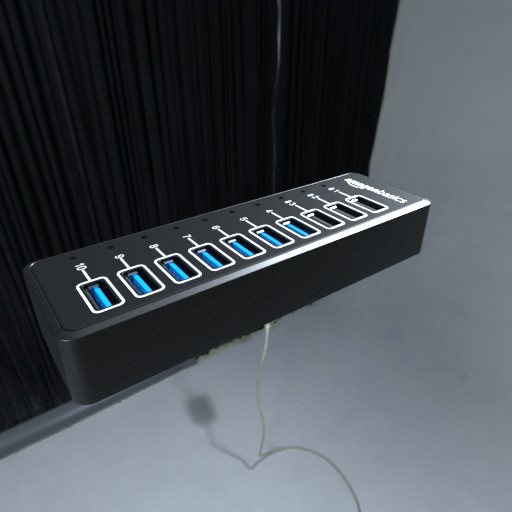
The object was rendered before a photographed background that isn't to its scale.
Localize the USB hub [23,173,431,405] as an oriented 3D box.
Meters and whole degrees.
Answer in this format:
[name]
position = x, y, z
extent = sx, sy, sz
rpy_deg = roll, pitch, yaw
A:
[USB hub]
position = 0.000, 0.000, 0.161
extent = 0.145, 0.023, 0.044
rpy_deg = -20, 36, -30
